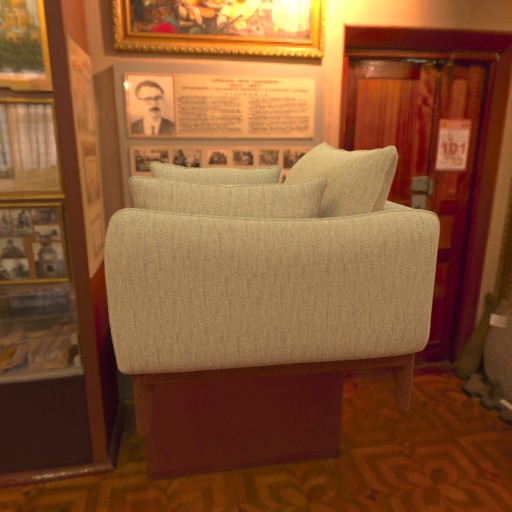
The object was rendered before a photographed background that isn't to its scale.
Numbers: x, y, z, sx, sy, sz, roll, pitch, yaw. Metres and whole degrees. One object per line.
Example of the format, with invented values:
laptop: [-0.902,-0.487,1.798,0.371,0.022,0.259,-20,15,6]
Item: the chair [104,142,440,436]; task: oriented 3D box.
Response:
chair: [0.000,0.000,1.723,0.991,0.855,0.994,-2,15,-8]
